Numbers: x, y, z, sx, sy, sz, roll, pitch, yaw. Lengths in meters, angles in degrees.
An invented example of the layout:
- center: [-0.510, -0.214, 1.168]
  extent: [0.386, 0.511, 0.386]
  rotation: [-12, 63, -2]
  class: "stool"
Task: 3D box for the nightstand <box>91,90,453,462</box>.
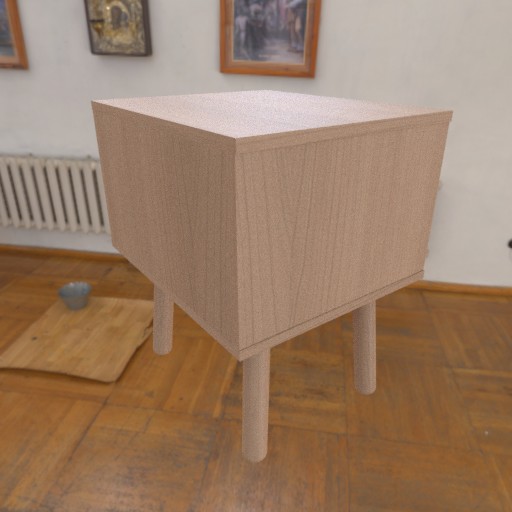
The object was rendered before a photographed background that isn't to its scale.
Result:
- center: [0.000, 0.000, 0.817]
  extent: [0.380, 0.530, 0.450]
  rotation: [-17, 30, -32]
  class: "nightstand"
